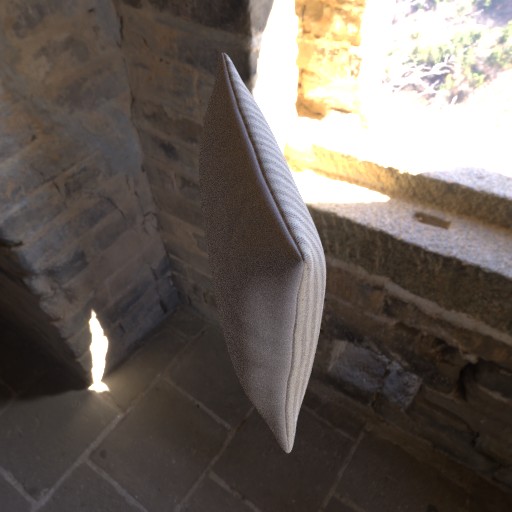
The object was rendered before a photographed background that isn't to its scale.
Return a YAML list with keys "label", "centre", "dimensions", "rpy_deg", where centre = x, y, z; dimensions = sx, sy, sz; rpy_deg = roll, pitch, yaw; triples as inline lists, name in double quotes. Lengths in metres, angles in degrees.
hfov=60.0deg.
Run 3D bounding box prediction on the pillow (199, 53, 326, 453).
- label: "pillow"
  centre: [0.000, 0.000, 0.793]
  dimensions: [0.166, 0.510, 0.523]
  rpy_deg: [-9, 47, -8]
